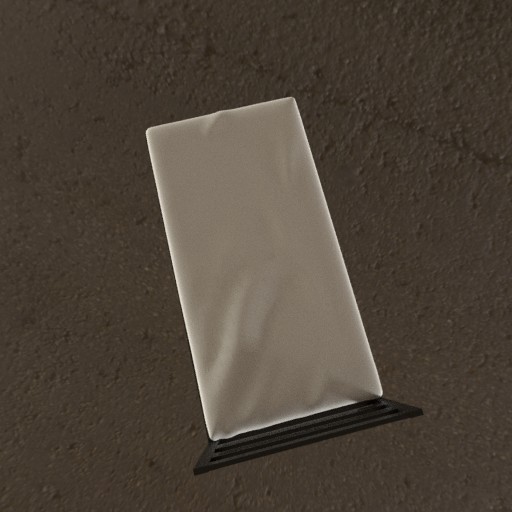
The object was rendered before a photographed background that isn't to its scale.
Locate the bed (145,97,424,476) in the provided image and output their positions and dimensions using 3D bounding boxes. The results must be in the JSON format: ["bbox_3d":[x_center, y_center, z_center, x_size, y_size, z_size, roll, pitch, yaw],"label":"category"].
[{"bbox_3d":[0.000,0.000,2.530,0.991,0.967,1.930,-13,77,-3],"label":"bed"}]
